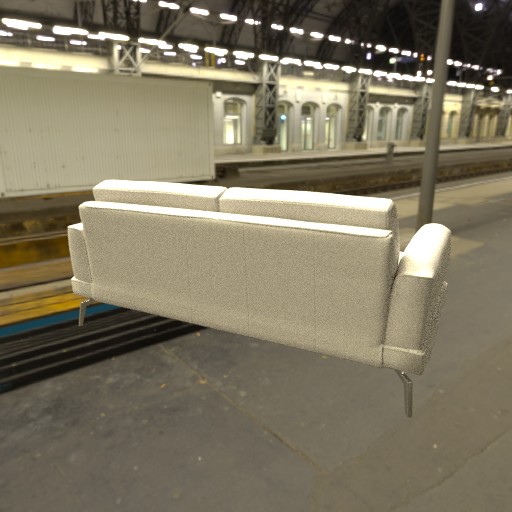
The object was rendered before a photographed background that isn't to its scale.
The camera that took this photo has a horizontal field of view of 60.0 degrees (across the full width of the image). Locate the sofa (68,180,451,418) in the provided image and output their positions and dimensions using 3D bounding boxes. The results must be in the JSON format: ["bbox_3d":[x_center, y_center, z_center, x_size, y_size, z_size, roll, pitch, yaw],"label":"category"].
[{"bbox_3d":[0.000,0.000,2.741,2.177,0.930,1.121,8,18,26],"label":"sofa"}]
